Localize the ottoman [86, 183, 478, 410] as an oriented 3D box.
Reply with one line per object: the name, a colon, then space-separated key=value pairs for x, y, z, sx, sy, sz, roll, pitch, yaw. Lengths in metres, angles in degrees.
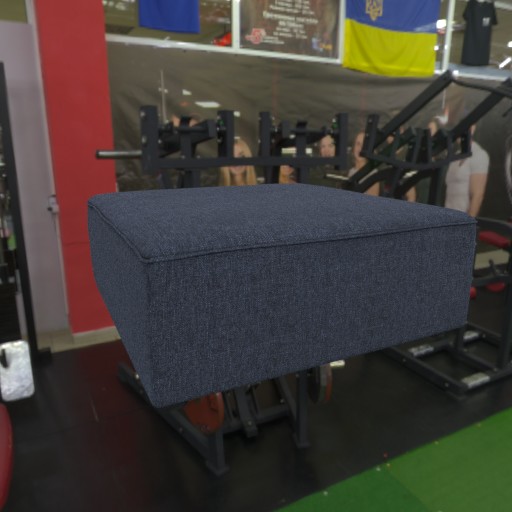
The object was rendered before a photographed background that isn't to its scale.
ottoman: x=0.000 y=0.000 z=1.576 sx=1.023 sy=0.423 sz=1.017 roll=-7 pitch=17 yaw=-25
